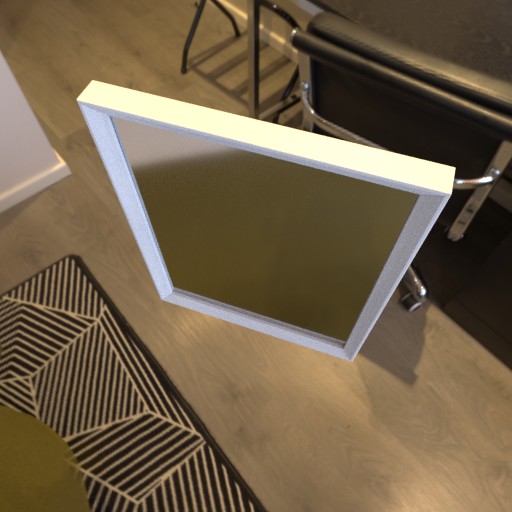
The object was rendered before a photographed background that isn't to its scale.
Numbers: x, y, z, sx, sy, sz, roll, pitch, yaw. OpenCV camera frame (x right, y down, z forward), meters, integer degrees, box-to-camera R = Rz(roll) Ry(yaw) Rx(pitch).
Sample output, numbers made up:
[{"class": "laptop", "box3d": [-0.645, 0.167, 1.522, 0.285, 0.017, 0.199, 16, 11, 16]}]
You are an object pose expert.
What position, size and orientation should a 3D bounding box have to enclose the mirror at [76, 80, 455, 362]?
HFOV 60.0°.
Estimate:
[{"class": "mirror", "box3d": [0.000, 0.000, 0.681, 0.406, 0.509, 0.041, 16, 60, 10]}]
